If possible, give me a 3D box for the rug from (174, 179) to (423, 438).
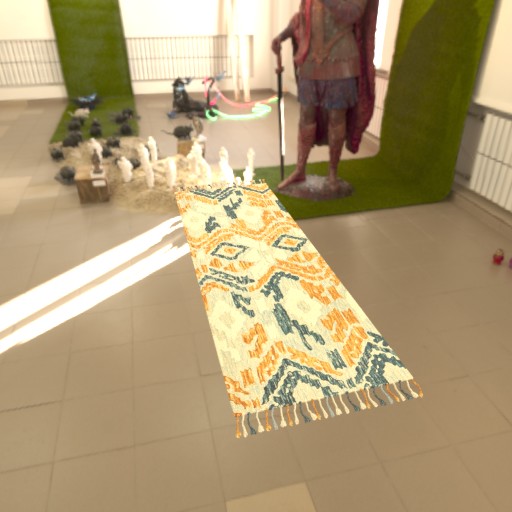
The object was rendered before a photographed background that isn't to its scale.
[{"bbox_3d":[0.000,0.000,2.681,0.783,0.010,2.437,-8,32,-13],"label":"rug"}]
